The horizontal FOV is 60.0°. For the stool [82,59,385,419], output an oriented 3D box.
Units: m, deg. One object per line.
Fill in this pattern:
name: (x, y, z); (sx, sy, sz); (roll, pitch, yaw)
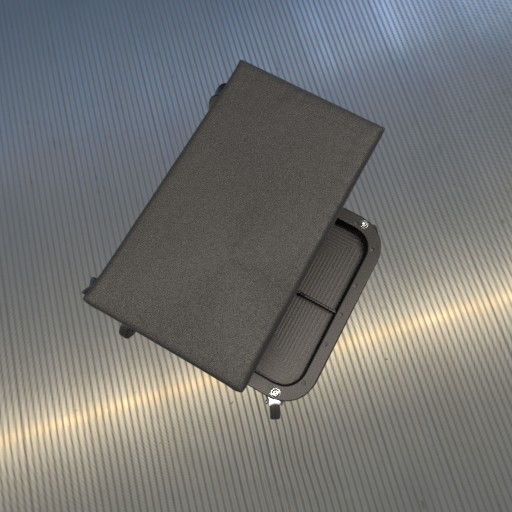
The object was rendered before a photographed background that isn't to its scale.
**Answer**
stool: (0.000, 0.000, 0.709); (0.371, 0.380, 0.446); (28, 77, 7)
